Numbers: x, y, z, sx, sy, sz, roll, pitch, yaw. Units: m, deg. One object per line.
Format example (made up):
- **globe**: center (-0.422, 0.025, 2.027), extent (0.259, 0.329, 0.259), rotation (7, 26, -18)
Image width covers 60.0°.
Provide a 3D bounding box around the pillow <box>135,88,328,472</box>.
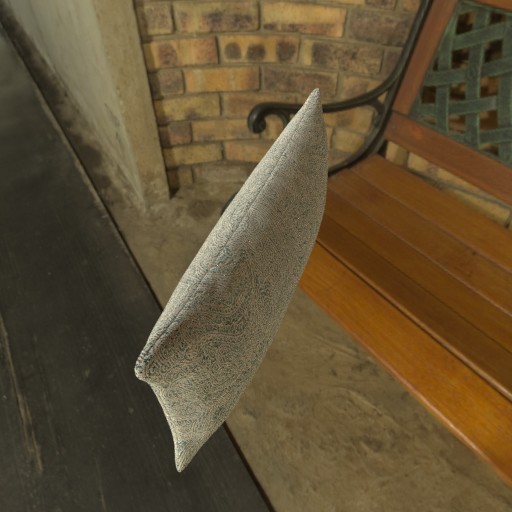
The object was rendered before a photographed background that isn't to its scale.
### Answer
- **pillow**: center (0.000, 0.000, 0.715), extent (0.151, 0.295, 0.615), rotation (16, 49, 15)
